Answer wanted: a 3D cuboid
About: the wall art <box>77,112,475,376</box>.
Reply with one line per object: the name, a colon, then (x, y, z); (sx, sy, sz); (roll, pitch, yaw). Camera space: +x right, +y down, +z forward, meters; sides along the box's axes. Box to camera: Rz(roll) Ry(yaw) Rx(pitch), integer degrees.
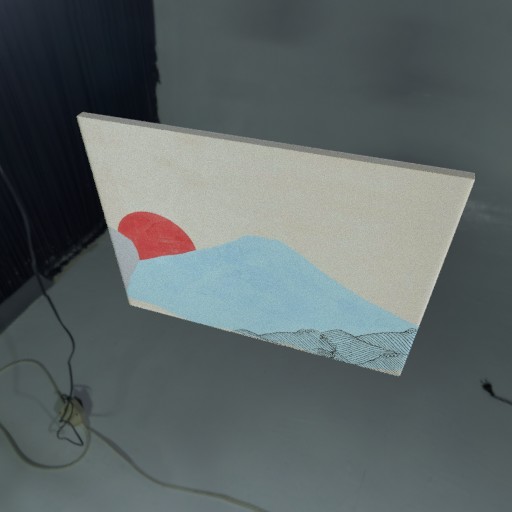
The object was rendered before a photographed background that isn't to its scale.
wall art: (0.000, 0.000, 1.619); (1.219, 0.912, 0.042); (12, 43, 14)
